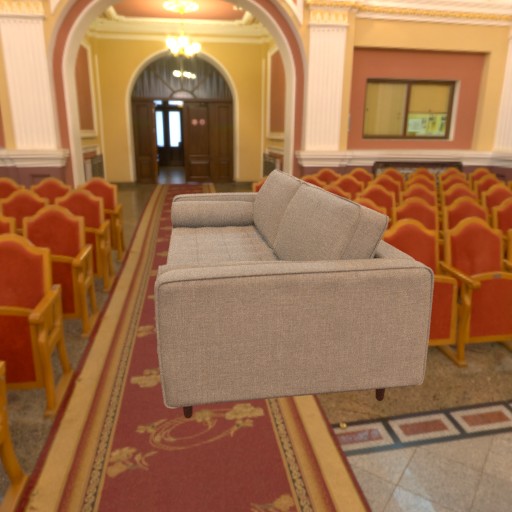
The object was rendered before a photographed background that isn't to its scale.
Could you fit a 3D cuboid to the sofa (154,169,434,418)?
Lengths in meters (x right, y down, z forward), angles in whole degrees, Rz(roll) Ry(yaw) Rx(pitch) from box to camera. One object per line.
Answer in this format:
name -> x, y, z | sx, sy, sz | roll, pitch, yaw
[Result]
sofa -> 0.000, 0.000, 2.288 | 0.914, 0.762, 1.879 | -2, 16, -8
